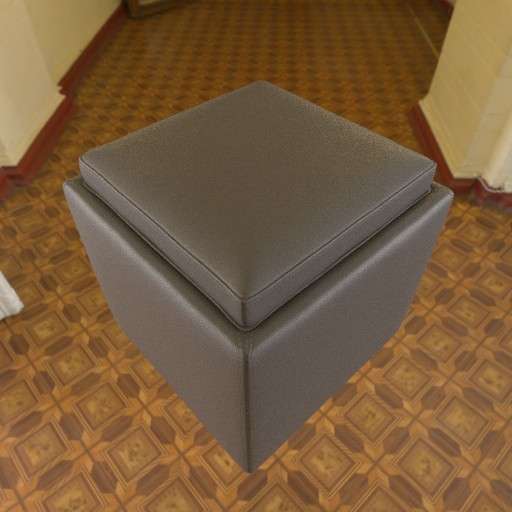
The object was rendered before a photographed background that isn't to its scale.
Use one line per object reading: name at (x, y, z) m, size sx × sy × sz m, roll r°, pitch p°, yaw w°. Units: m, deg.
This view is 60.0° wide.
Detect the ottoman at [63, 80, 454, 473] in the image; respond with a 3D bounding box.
ottoman at (0.000, 0.000, 0.799) m, size 0.451 × 0.460 × 0.450 m, roll -34°, pitch 55°, yaw -28°
